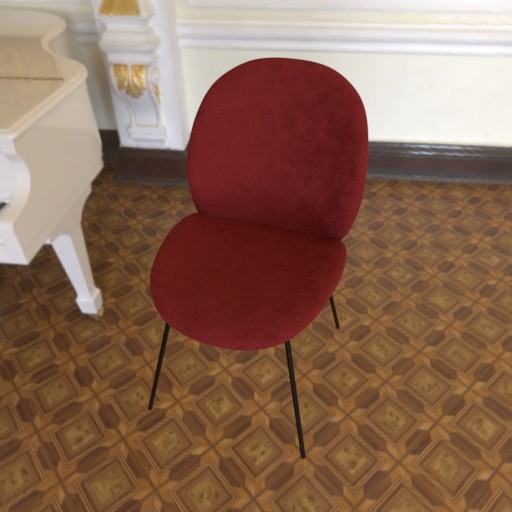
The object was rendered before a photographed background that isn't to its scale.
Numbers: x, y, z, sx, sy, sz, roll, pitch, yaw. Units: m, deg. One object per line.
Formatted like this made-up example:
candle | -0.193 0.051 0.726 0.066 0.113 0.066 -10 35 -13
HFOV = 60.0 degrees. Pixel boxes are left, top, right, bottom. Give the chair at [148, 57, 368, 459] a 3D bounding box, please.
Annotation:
chair | 0.000 0.000 1.116 0.458 0.791 0.587 12 42 14
